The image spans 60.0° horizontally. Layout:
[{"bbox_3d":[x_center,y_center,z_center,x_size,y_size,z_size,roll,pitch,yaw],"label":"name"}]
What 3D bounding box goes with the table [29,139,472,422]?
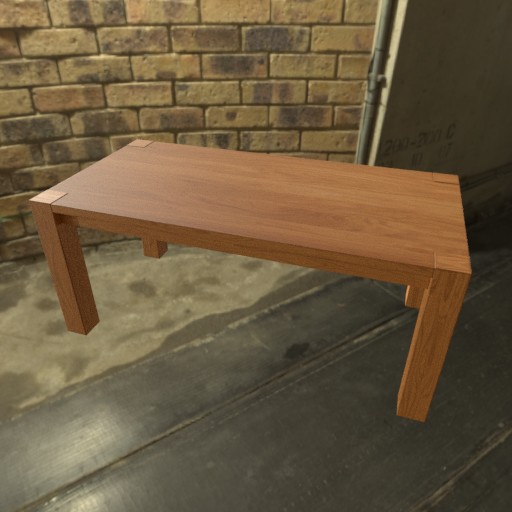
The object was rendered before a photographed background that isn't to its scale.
[{"bbox_3d":[0.000,0.000,2.263,1.800,0.760,0.900,10,34,15],"label":"table"}]
